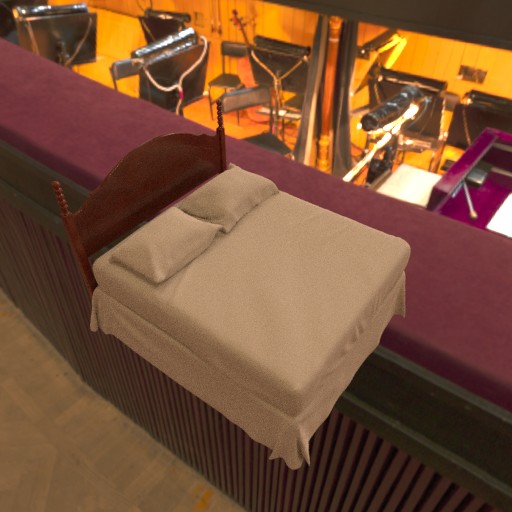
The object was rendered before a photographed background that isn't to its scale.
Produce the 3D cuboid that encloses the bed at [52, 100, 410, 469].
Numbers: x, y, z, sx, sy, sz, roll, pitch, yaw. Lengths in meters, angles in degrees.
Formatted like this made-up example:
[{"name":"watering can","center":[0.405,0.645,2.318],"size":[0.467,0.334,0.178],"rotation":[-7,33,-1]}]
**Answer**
[{"name":"bed","center":[0.000,0.000,3.288],"size":[2.040,1.356,1.873],"rotation":[26,48,27]}]
